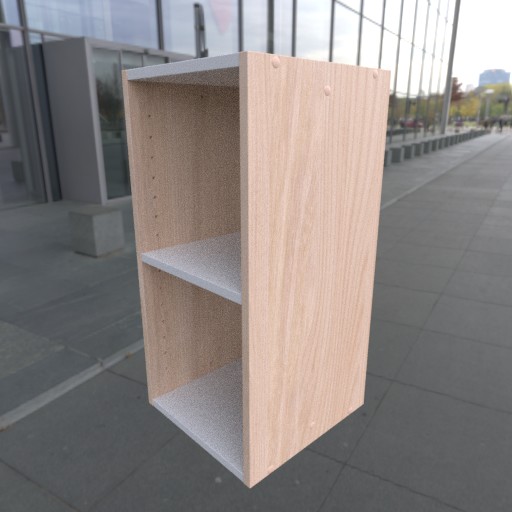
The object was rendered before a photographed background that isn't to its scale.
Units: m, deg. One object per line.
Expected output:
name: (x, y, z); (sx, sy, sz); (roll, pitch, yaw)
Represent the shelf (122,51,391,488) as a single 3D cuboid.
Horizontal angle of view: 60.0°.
shelf: (0.000, 0.000, 0.765); (0.297, 0.594, 0.290); (-16, 23, -41)
